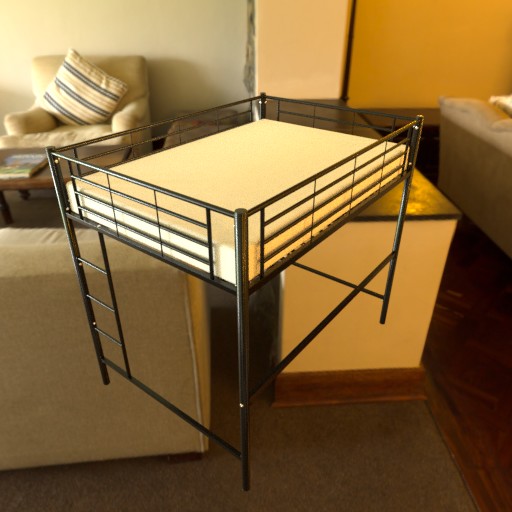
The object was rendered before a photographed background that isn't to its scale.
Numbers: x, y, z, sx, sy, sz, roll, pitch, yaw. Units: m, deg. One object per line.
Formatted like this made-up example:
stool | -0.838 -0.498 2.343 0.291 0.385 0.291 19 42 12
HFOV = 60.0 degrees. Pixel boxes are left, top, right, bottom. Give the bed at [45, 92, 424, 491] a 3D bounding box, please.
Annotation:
bed | 0.000 0.000 3.185 1.397 1.803 1.994 21 37 32
